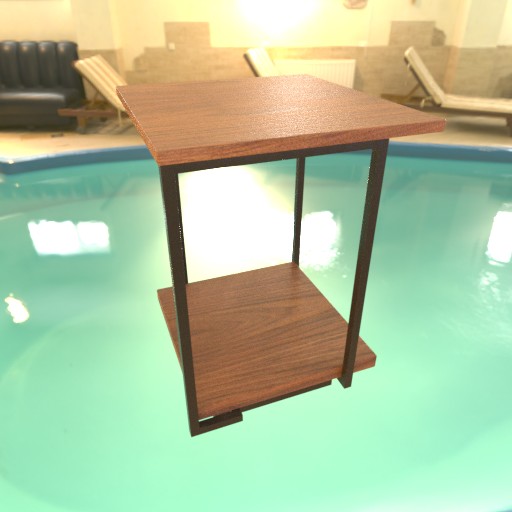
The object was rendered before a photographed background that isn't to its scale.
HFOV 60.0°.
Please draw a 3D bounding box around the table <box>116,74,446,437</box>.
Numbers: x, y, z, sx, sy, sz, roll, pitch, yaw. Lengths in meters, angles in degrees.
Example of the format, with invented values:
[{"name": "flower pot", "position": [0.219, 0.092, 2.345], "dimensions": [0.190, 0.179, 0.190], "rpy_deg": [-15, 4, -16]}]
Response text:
[{"name": "table", "position": [0.000, 0.000, 0.837], "dimensions": [0.384, 0.567, 0.411], "rpy_deg": [-11, 32, -18]}]
